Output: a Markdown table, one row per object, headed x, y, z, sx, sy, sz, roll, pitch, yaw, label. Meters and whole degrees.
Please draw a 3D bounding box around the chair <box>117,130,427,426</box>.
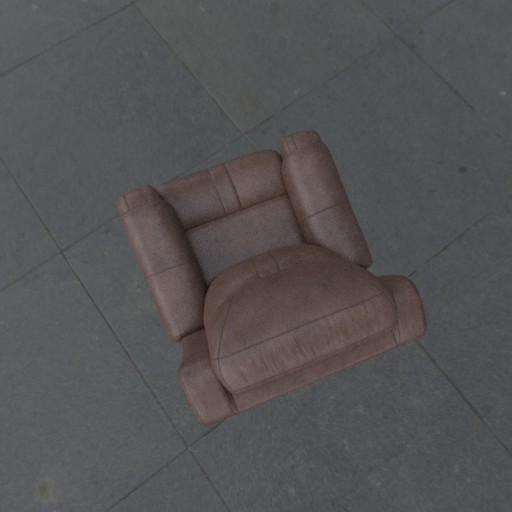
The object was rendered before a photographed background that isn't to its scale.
| x | y | z | sx | sy | sz | roll | pitch | yaw | label |
| --- | --- | --- | --- | --- | --- | --- | --- | --- | --- |
| 0.000 | 0.000 | 1.827 | 0.940 | 0.990 | 1.067 | -21 | 75 | -6 | chair |
